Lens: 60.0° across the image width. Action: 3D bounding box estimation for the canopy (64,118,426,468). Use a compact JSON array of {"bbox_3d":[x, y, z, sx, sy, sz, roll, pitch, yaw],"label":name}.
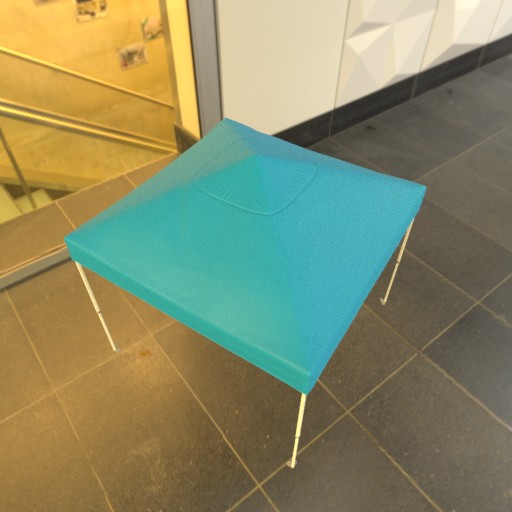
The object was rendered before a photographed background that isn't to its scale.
[{"bbox_3d":[0.000,0.000,5.562,2.996,2.997,2.998,25,52,22],"label":"canopy"}]
